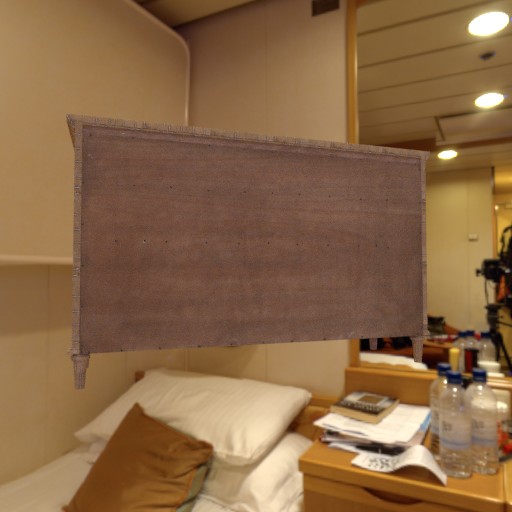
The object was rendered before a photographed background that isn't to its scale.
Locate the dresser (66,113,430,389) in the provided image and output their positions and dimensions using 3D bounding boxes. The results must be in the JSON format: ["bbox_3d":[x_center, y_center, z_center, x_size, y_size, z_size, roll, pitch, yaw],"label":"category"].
[{"bbox_3d":[0.000,0.000,2.089,1.626,1.016,0.457,1,-2,-19],"label":"dresser"}]
